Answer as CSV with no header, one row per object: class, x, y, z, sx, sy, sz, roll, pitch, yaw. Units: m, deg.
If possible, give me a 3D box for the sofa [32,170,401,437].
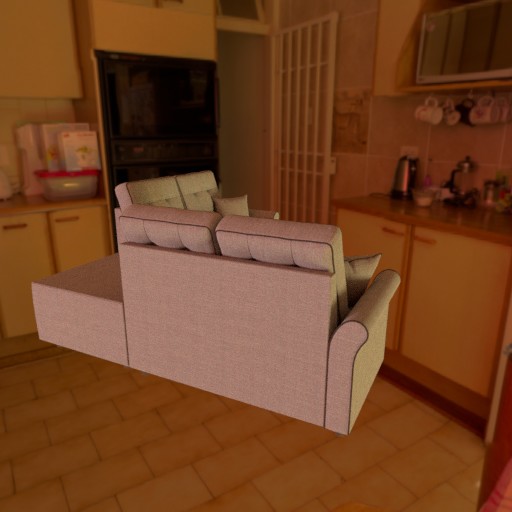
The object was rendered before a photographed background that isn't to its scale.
sofa,0.000,0.000,3.142,2.068,0.988,2.070,8,18,26
